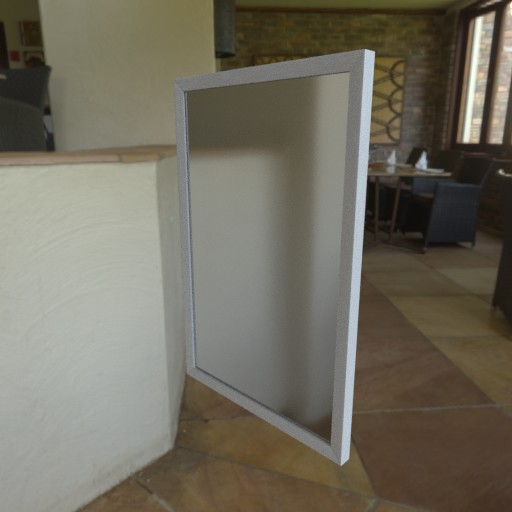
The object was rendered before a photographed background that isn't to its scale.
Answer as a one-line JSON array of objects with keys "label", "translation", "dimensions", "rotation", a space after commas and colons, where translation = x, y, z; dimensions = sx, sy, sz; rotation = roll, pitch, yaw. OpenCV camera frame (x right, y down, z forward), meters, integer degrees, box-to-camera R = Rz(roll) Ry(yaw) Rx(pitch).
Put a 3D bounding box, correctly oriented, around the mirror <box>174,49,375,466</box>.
[{"label": "mirror", "translation": [0.000, 0.000, 1.159], "dimensions": [0.609, 0.915, 0.040], "rotation": [14, 20, 43]}]
